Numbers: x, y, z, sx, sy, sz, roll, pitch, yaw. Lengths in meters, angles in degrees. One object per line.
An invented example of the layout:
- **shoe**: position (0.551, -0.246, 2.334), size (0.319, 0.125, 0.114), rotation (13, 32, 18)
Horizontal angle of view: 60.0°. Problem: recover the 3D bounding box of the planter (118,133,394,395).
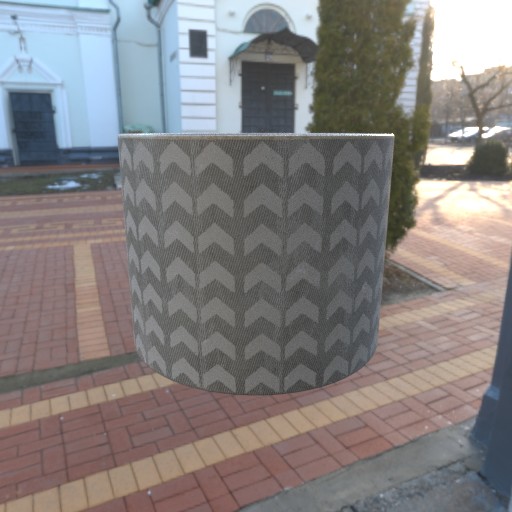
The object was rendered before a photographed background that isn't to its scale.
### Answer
- **planter**: position (0.000, 0.000, 0.341), size (0.190, 0.181, 0.190), rotation (0, 16, 0)
